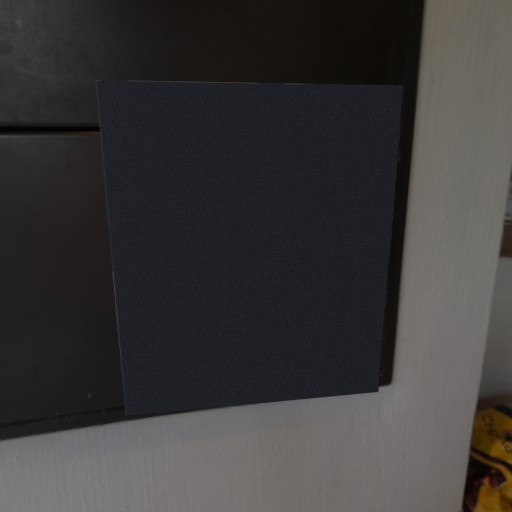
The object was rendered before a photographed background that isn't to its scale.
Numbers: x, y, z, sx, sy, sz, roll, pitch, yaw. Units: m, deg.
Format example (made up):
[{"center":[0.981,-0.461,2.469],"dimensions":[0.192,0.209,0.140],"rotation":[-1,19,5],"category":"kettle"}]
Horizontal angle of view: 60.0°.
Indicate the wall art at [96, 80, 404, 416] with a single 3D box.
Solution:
[{"center":[0.000,0.000,0.704],"dimensions":[0.435,0.511,0.037],"rotation":[-2,16,-9],"category":"wall art"}]
